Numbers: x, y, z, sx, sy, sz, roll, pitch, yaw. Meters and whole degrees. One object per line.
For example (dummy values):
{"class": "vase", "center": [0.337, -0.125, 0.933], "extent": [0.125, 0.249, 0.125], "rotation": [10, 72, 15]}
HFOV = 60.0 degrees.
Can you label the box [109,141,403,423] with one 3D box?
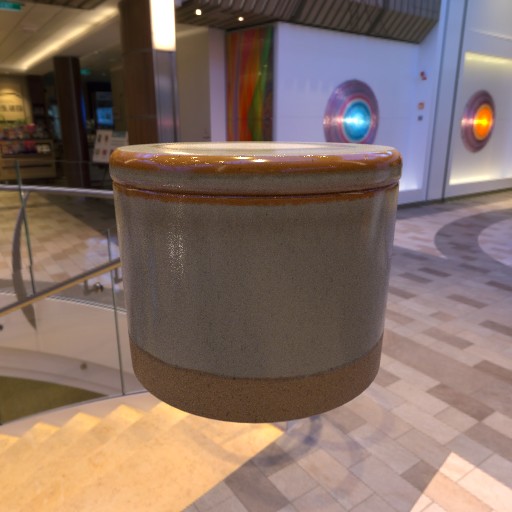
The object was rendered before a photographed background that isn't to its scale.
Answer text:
{"class": "box", "center": [0.000, 0.000, 0.207], "extent": [0.123, 0.100, 0.123], "rotation": [0, 16, 0]}
